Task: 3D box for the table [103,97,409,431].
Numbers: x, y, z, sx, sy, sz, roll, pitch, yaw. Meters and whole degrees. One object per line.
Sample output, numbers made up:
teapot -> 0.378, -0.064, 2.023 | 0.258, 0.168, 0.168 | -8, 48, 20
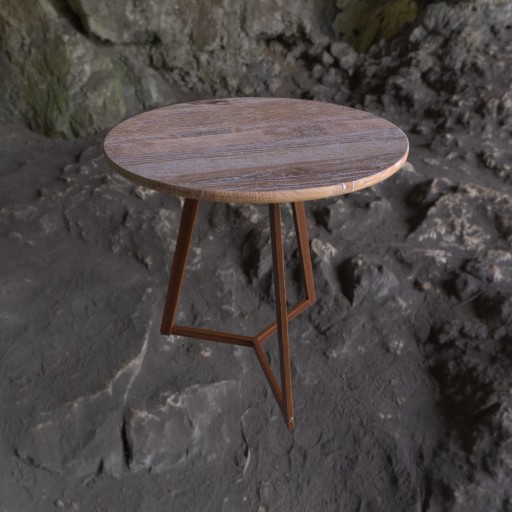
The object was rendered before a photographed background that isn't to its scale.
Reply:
table -> 0.000, 0.000, 0.885 | 0.500, 0.500, 0.500 | 0, 32, 0
